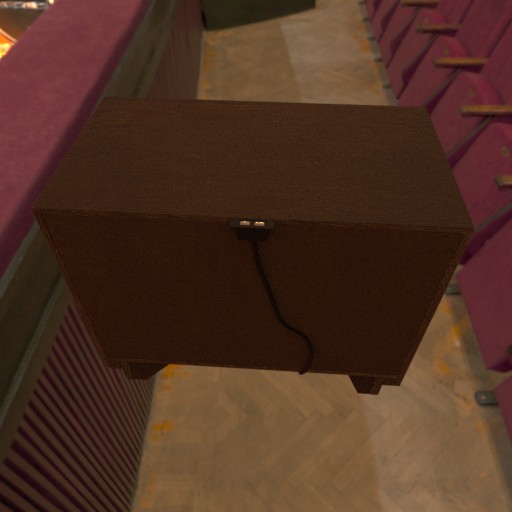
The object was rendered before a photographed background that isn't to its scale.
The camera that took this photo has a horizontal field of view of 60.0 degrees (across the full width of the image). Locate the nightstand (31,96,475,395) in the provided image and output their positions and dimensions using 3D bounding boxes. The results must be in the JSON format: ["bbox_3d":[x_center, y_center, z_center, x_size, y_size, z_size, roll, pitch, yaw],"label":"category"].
[{"bbox_3d":[0.000,0.000,1.131,0.775,0.612,0.457,3,46,3],"label":"nightstand"}]
